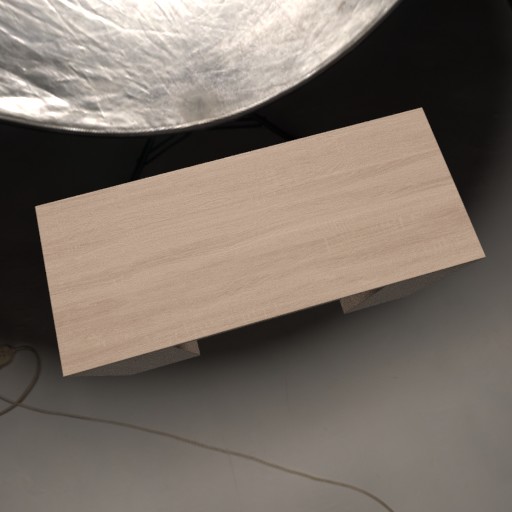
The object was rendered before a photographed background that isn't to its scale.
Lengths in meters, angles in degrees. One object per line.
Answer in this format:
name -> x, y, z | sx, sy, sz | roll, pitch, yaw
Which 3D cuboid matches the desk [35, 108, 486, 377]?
desk -> 0.000, 0.000, 1.824 | 1.390, 0.740, 0.600 | -15, 76, -4
